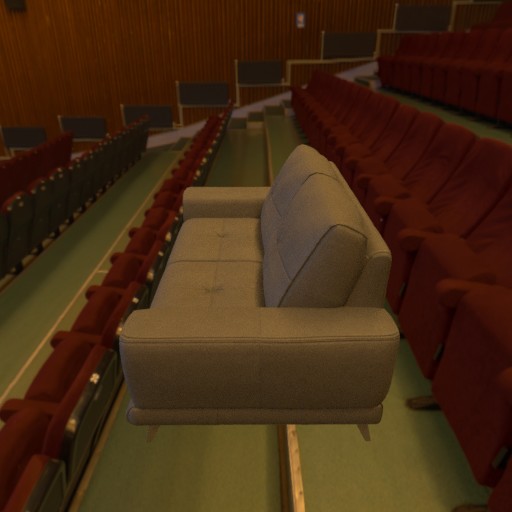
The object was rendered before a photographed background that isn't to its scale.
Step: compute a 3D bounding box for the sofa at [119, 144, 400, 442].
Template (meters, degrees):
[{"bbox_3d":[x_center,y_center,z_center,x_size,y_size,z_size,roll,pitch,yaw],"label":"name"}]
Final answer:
[{"bbox_3d":[0.000,0.000,2.362,1.018,0.907,1.806,0,26,0],"label":"sofa"}]
